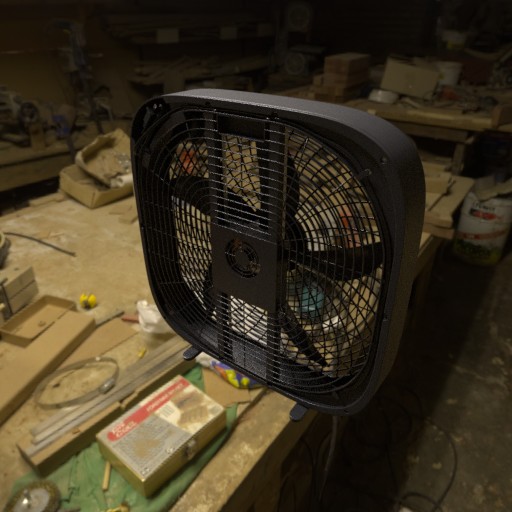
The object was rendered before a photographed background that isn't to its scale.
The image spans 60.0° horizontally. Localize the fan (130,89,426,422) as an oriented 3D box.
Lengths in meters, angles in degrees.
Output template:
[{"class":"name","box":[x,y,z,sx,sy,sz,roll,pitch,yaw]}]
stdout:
[{"class":"fan","box":[0.000,0.000,0.784,0.526,0.533,0.142,20,35,31]}]
